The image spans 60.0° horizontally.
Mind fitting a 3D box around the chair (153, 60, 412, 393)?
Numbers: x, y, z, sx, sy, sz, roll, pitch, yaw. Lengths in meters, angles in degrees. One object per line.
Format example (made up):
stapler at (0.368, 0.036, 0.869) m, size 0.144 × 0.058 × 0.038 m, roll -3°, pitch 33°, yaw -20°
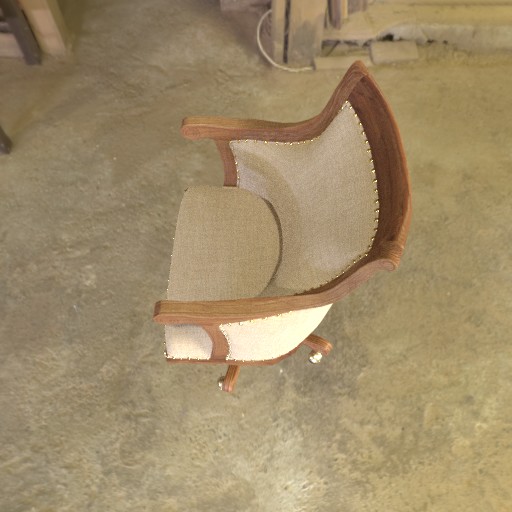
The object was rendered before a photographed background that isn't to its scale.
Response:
chair at (0.000, 0.000, 1.395) m, size 0.689 × 0.965 × 0.656 m, roll 1°, pitch 59°, yaw 0°
